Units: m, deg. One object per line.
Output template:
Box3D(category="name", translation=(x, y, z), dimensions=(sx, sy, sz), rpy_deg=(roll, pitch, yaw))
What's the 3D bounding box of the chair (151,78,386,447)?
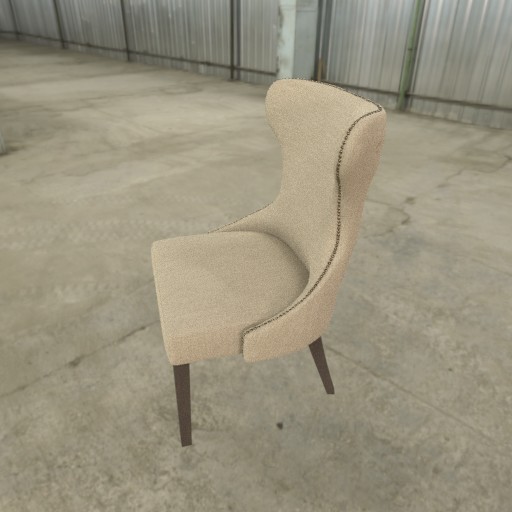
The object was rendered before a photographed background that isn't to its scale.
Box3D(category="chair", translation=(0.000, 0.000, 1.396), dimensions=(0.635, 0.967, 0.628), rpy_deg=(-8, 31, -13))
